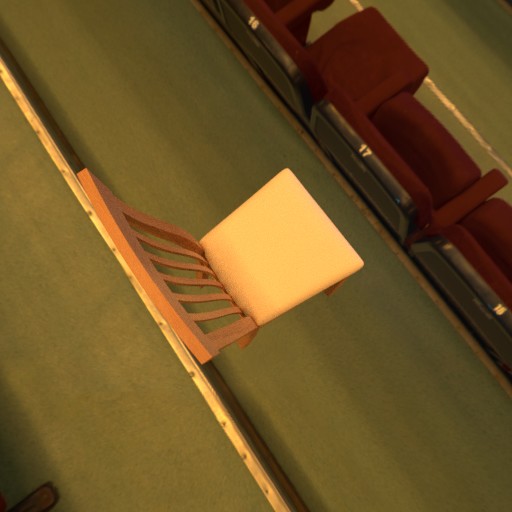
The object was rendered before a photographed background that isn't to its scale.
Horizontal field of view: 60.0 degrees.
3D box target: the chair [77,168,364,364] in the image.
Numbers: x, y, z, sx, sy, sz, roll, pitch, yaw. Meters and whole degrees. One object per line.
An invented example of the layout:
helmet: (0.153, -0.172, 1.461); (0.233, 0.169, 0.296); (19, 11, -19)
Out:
chair: (0.000, 0.000, 1.376); (0.580, 1.050, 0.450); (-34, 77, -9)
